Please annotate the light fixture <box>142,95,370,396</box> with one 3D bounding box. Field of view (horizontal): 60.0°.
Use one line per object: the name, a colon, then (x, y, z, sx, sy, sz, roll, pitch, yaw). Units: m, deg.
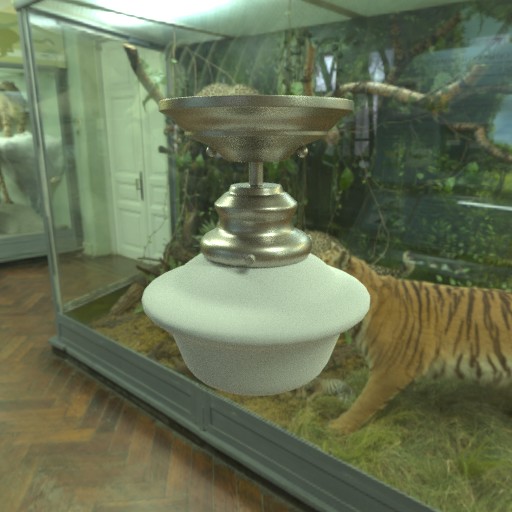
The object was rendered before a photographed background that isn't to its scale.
light fixture: (0.000, 0.000, 0.388, 0.199, 0.254, 0.199, 0, 15, 0)
